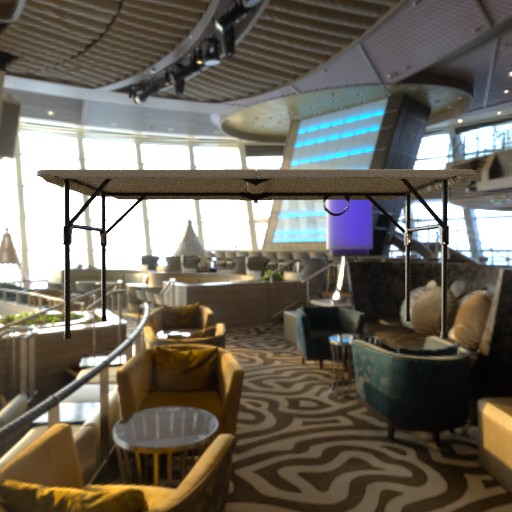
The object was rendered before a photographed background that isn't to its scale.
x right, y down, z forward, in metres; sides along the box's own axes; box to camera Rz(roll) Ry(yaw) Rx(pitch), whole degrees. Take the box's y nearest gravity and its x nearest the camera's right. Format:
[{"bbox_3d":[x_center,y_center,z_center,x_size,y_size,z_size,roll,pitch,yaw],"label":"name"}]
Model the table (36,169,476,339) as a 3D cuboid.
[{"bbox_3d":[0.000,0.000,2.188,1.829,0.719,0.761,0,1,0],"label":"table"}]
